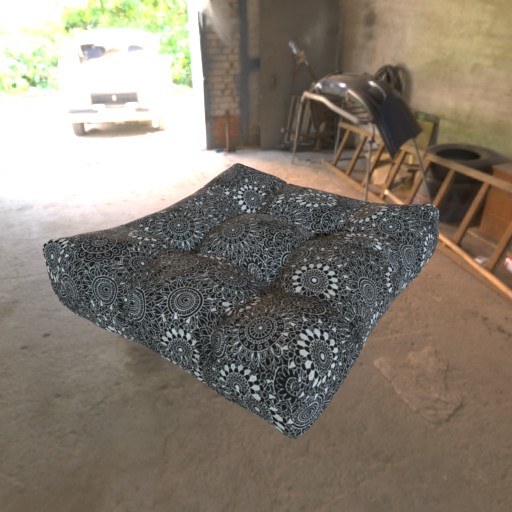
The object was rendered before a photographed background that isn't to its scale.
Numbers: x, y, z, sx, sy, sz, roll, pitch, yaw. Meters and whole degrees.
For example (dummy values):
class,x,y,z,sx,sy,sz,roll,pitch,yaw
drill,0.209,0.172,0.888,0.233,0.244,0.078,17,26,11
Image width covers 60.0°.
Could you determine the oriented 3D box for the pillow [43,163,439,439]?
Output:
class,x,y,z,sx,sy,sz,roll,pitch,yaw
pillow,0.000,0.000,0.728,0.468,0.128,0.490,19,35,30
